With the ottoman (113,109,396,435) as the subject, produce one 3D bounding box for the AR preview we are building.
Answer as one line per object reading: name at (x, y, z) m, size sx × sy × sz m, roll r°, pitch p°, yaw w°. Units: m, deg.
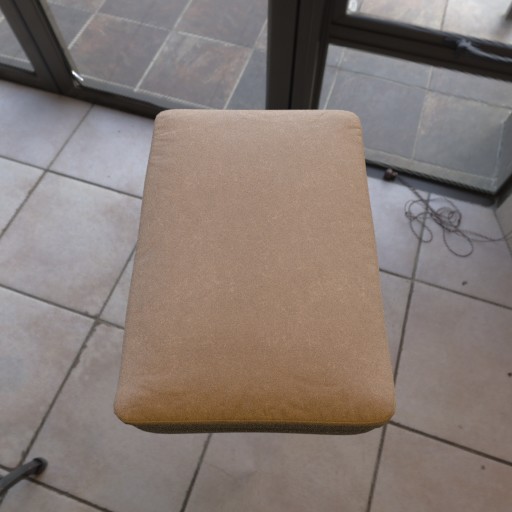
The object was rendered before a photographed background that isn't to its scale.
ottoman at (0.000, 0.000, 1.625) m, size 0.840 × 0.429 × 1.199 m, roll 0°, pitch 64°, yaw 0°
